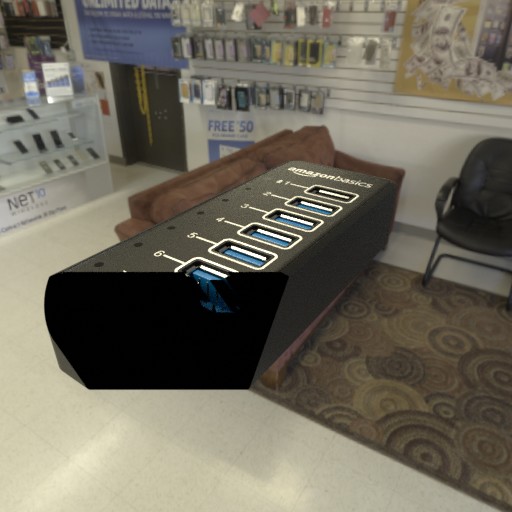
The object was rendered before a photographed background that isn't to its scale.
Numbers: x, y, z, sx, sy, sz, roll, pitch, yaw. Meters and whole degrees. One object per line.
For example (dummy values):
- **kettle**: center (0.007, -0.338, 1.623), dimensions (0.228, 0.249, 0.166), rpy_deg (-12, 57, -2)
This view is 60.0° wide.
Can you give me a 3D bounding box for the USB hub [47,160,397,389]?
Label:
- **USB hub**: center (0.000, 0.000, 0.129), dimensions (0.044, 0.023, 0.110), rpy_deg (20, 35, 30)
